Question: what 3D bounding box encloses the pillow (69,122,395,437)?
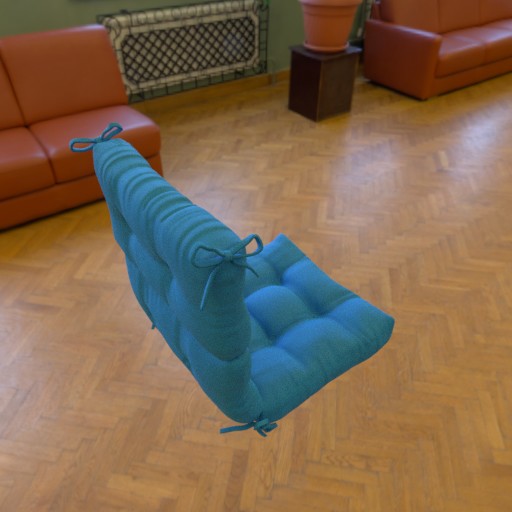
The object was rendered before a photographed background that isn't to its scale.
[{"bbox_3d":[0.000,0.000,1.030,0.571,0.605,0.519,-25,46,-28],"label":"pillow"}]
